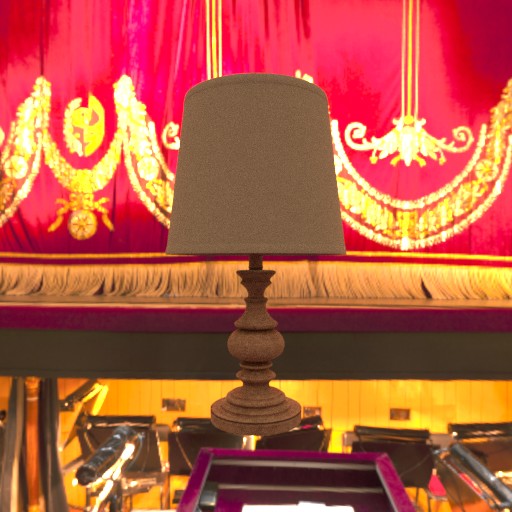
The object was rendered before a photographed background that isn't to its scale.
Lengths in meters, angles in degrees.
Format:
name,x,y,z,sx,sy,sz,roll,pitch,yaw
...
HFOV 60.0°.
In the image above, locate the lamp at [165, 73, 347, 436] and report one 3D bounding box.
name,x,y,z,sx,sy,sz,roll,pitch,yaw
lamp,0.000,0.000,0.681,0.273,0.497,0.273,0,-1,0
